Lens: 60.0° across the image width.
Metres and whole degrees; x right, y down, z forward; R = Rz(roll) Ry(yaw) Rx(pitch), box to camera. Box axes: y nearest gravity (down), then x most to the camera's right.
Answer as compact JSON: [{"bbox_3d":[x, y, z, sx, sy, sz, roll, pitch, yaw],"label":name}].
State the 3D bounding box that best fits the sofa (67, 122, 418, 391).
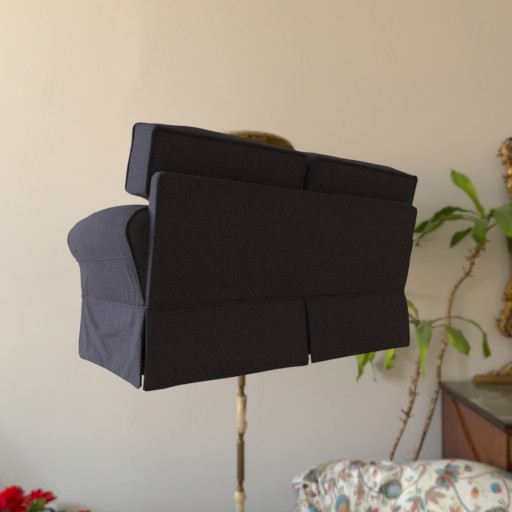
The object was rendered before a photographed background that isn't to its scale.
[{"bbox_3d":[0.000,0.000,2.445,1.801,1.059,0.997,1,-2,-35],"label":"sofa"}]
